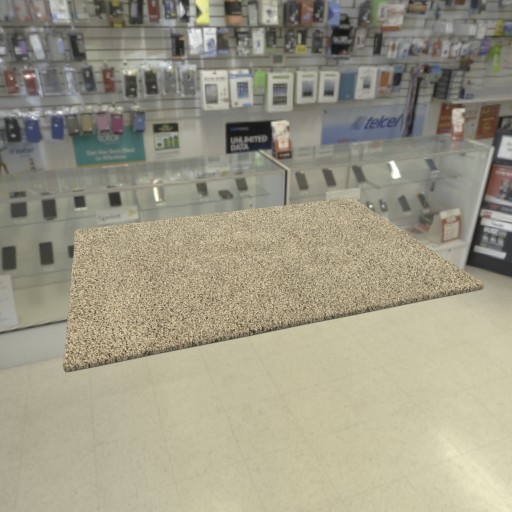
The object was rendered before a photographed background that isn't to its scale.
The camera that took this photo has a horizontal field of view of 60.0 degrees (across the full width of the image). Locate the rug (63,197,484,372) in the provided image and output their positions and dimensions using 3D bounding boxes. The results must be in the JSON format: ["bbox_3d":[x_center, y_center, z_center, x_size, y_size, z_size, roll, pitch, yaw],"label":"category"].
[{"bbox_3d":[0.000,0.000,2.264,1.778,0.030,1.219,-8,28,-16],"label":"rug"}]
